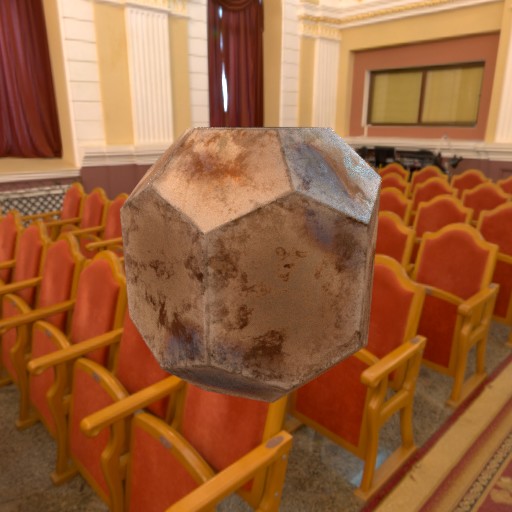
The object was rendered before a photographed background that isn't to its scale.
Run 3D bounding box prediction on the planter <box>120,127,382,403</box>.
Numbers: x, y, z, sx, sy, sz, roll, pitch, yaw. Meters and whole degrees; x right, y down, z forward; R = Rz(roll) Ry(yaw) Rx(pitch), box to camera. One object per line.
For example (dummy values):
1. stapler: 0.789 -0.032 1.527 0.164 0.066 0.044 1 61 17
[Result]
1. planter: 0.000 0.000 0.426 0.221 0.238 0.243 -15 22 -41
